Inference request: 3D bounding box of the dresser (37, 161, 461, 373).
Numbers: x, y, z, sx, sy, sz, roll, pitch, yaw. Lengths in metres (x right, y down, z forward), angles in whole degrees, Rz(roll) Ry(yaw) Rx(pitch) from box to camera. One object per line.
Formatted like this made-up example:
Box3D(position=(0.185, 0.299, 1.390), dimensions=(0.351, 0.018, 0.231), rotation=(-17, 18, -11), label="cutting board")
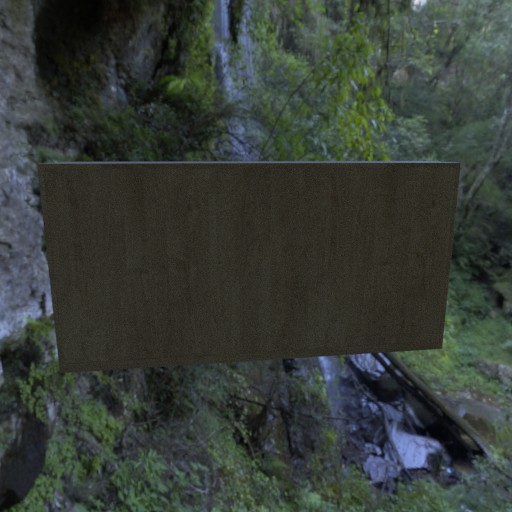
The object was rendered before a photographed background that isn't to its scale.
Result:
Box3D(position=(0.000, 0.000, 1.919), dimensions=(1.590, 0.795, 0.390), rotation=(-2, 13, -8), label="dresser")
